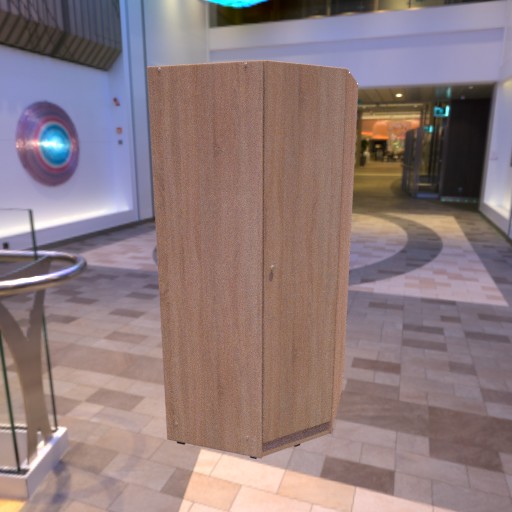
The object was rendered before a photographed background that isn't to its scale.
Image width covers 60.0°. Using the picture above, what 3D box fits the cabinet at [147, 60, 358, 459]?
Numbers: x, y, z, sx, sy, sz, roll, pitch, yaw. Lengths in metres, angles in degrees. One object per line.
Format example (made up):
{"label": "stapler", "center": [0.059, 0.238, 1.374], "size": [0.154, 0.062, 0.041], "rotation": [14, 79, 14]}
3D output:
{"label": "cabinet", "center": [0.000, 0.000, 2.834], "size": [1.327, 2.120, 1.094], "rotation": [-7, 15, -26]}
